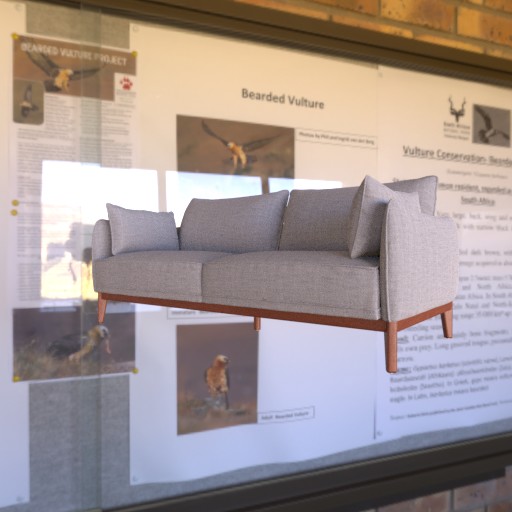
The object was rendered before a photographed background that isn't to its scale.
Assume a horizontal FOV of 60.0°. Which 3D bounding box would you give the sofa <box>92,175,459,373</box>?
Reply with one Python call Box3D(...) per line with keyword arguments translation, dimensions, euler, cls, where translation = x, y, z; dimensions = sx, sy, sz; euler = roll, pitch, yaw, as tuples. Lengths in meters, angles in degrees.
Box3D(translation=(0.000, 0.000, 2.527), dimensions=(1.989, 0.851, 0.972), euler=(1, 1, 37), cls="sofa")
